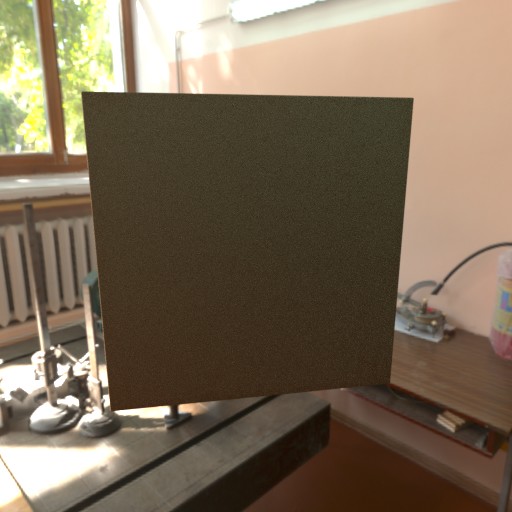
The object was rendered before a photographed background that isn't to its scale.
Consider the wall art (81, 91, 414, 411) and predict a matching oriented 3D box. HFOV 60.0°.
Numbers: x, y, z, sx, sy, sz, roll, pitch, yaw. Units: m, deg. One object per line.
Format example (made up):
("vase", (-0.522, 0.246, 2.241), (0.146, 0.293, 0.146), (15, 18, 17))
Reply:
("wall art", (0.000, 0.000, 0.742), (0.503, 0.506, 0.040), (-3, 15, -10))
